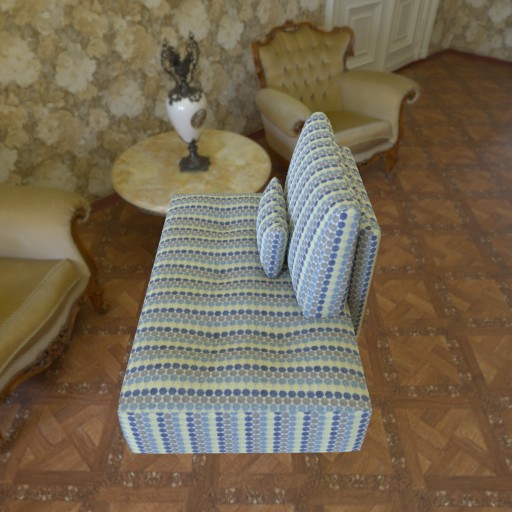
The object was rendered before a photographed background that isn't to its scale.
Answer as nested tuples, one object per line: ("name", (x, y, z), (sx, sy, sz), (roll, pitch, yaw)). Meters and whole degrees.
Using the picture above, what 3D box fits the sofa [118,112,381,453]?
("sofa", (0.000, 0.000, 2.004), (1.000, 0.820, 1.450), (0, 40, 0))
